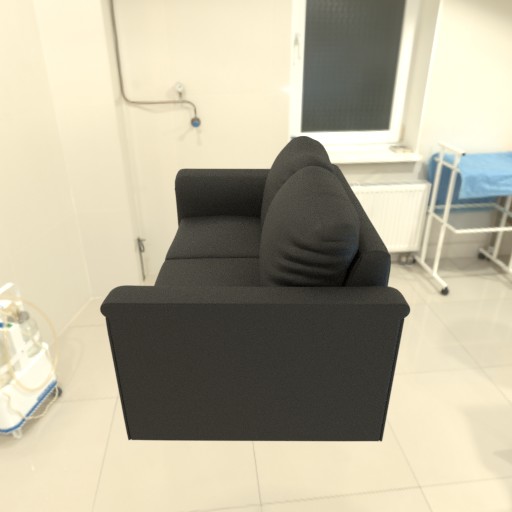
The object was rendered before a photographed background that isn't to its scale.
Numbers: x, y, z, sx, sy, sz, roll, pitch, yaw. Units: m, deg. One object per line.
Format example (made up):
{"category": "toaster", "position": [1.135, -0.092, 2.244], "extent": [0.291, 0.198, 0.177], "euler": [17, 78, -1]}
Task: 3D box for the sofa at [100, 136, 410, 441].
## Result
{"category": "sofa", "position": [0.000, 0.000, 1.951], "extent": [0.887, 0.845, 1.386], "euler": [0, 27, 0]}
